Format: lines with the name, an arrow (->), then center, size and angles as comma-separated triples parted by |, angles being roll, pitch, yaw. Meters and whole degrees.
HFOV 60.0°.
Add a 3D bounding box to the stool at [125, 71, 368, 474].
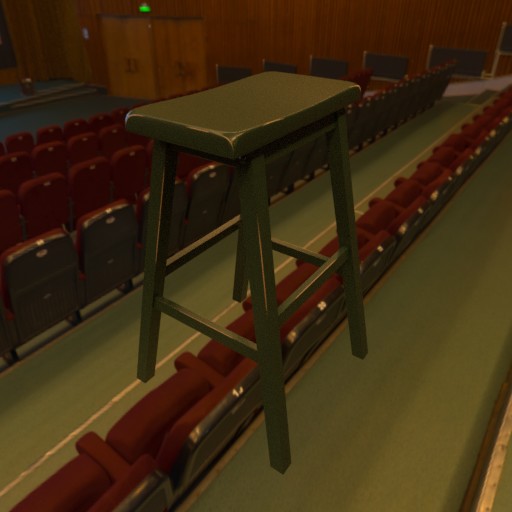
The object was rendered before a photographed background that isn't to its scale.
stool -> 0.000, 0.000, 1.052 | 0.476, 0.737, 0.457 | 21, 39, 29
